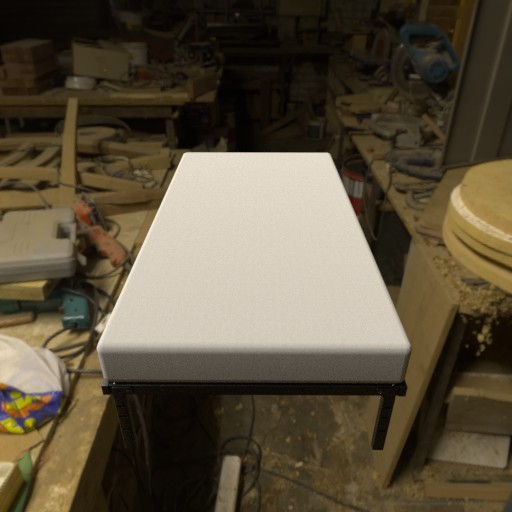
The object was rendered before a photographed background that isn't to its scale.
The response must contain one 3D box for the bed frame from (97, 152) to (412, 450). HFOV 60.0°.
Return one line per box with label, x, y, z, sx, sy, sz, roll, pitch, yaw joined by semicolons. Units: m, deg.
bed frame;0.000;0.000;3.167;1.393;0.680;2.635;0;31;0
